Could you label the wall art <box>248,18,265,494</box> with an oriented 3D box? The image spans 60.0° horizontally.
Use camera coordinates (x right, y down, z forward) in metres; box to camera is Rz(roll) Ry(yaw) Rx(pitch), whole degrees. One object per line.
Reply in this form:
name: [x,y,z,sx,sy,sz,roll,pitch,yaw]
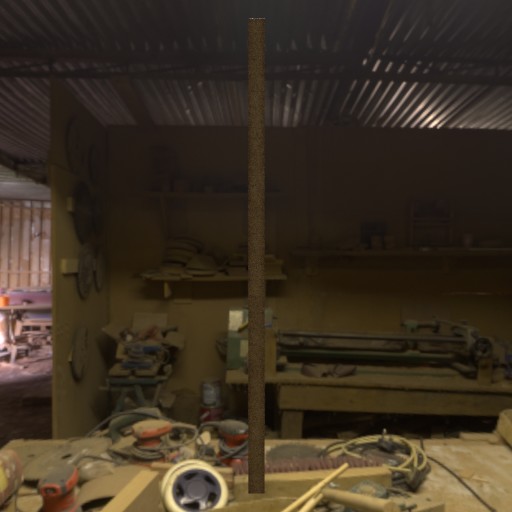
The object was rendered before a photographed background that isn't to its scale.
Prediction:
wall art: [0.000,0.000,1.686,0.051,1.461,0.648,0,0,0]
